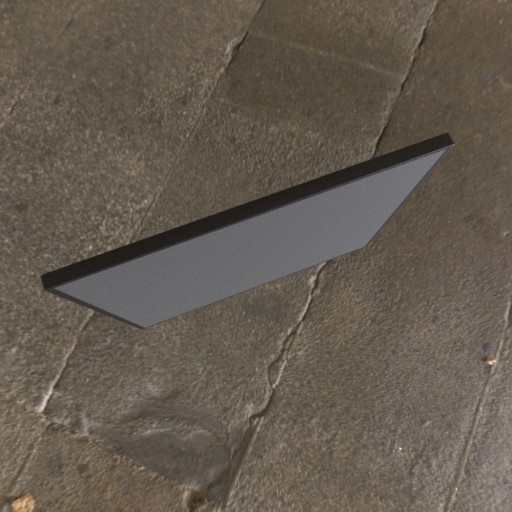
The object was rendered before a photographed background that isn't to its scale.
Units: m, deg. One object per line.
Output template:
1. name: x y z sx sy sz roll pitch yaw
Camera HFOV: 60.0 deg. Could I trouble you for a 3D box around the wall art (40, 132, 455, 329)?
1. wall art: 0.000 0.000 0.744 0.521 0.450 0.018 -20 76 -5
